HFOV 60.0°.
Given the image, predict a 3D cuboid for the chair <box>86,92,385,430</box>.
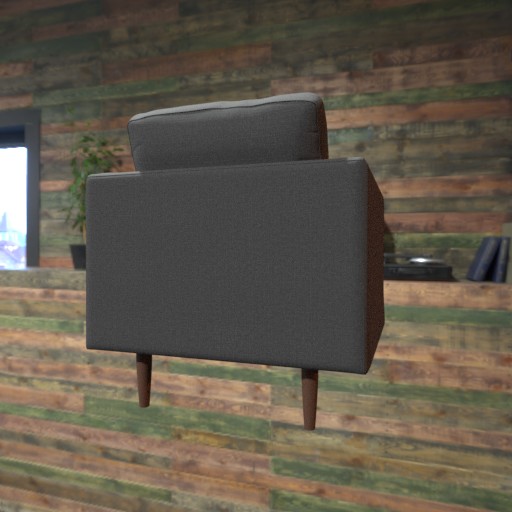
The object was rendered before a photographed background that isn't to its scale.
[{"bbox_3d":[0.000,0.000,1.581,0.854,0.927,0.800,0,1,19],"label":"chair"}]
